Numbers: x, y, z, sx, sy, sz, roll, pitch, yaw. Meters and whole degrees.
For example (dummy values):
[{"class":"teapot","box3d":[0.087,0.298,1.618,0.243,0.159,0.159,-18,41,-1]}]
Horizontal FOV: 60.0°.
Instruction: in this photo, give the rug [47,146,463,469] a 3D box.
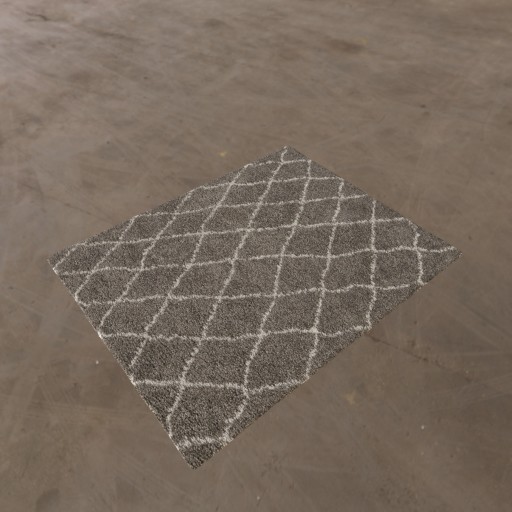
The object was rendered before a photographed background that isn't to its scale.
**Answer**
[{"class":"rug","box3d":[0.000,0.000,4.133,3.047,0.029,2.438,-30,53,-27]}]
